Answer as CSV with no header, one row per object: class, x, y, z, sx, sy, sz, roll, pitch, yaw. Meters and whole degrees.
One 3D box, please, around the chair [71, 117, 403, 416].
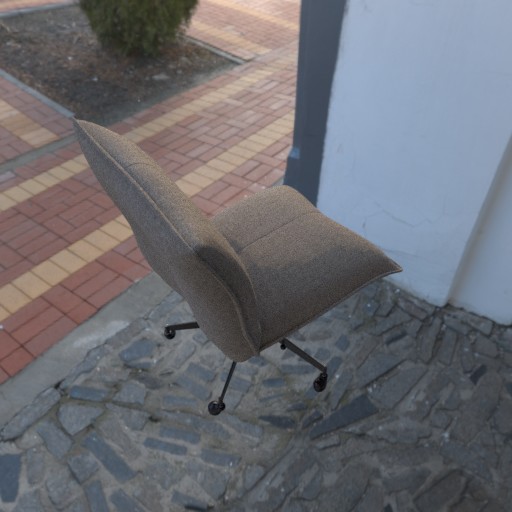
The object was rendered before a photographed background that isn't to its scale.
chair,0.000,0.000,1.288,0.696,0.811,0.597,-25,48,-25
